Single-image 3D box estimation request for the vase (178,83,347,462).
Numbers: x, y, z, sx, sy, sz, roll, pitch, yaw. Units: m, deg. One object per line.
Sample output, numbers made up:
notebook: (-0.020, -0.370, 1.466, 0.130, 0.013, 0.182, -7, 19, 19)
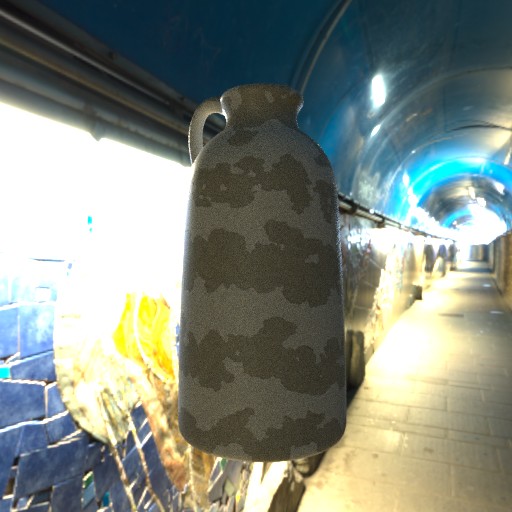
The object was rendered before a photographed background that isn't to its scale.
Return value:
vase: (0.000, 0.000, 0.500, 0.203, 0.382, 0.186, 0, 1, 36)
